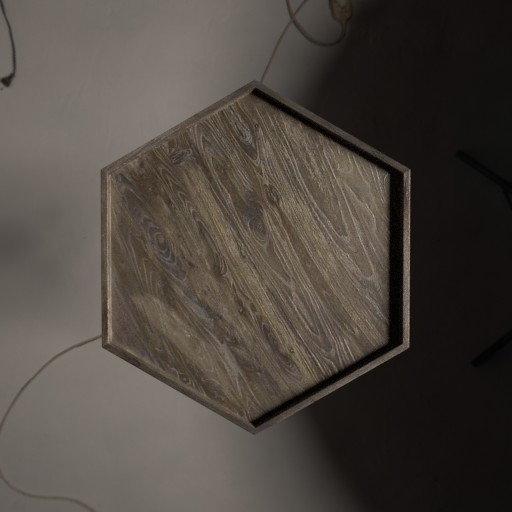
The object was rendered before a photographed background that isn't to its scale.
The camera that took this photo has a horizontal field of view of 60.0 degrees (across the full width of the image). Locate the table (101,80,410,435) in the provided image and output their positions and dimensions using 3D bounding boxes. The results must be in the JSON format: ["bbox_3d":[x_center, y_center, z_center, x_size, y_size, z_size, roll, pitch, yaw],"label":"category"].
[{"bbox_3d":[0.000,0.000,1.144,0.592,0.586,0.683,0,91,0],"label":"table"}]
